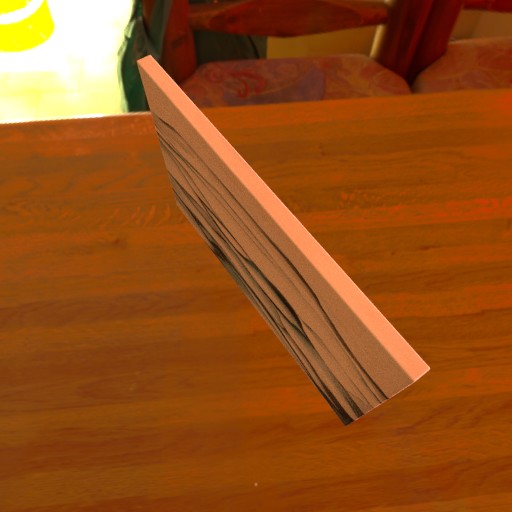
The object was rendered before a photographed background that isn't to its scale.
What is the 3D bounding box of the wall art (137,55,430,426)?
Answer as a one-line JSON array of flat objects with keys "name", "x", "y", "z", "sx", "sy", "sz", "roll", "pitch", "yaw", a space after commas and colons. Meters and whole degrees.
[{"name": "wall art", "x": 0.000, "y": 0.000, "z": 1.149, "sx": 0.039, "sy": 0.609, "sz": 0.914, "roll": -33, "pitch": 67, "yaw": -15}]
